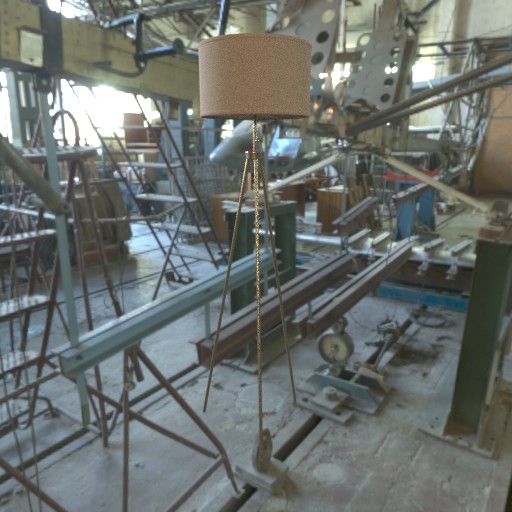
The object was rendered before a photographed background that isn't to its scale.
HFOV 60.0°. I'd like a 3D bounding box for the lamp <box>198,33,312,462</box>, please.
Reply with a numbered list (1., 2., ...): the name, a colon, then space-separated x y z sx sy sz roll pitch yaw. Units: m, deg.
1. lamp: 0.000 0.000 1.763 0.449 1.545 0.460 -3 15 -10
